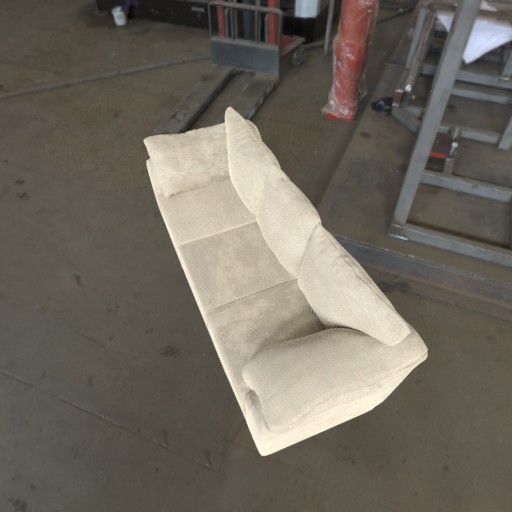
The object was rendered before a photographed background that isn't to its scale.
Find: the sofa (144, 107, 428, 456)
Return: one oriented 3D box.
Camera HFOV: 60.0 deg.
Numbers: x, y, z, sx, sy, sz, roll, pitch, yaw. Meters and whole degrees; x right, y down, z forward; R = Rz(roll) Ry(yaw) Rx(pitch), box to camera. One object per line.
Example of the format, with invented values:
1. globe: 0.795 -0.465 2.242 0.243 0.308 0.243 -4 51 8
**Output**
1. sofa: 0.000 0.000 2.864 0.893 0.981 2.377 -17 49 -15
